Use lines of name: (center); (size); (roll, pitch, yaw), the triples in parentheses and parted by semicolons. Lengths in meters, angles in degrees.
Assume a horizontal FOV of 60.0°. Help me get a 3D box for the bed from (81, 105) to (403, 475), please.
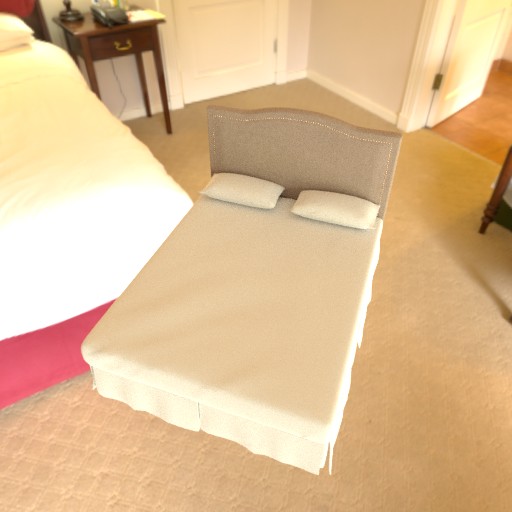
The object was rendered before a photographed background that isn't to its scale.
bed: (0.000, 0.000, 3.399); (1.821, 1.436, 2.282); (13, 43, 15)
